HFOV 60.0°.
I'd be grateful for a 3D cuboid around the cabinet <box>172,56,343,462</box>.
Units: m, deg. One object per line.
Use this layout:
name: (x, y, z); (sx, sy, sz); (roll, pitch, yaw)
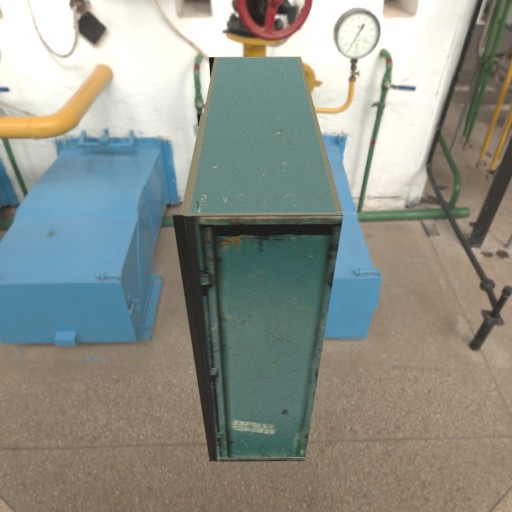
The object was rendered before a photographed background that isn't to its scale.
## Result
cabinet: (0.000, 0.000, 3.222); (0.680, 2.160, 2.000); (0, 41, 0)
